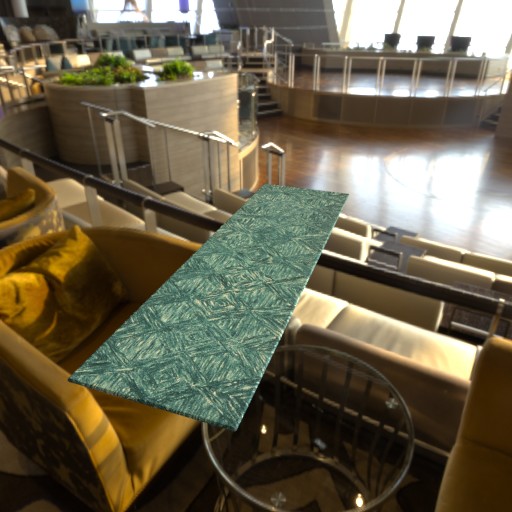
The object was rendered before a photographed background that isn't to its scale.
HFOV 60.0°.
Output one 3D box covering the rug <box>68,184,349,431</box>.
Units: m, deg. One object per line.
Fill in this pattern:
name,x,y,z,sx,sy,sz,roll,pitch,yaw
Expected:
rug,0.000,0.000,2.489,0.676,0.016,2.286,10,30,17
